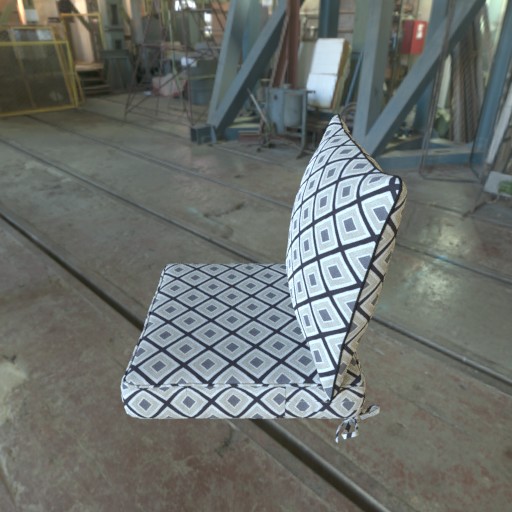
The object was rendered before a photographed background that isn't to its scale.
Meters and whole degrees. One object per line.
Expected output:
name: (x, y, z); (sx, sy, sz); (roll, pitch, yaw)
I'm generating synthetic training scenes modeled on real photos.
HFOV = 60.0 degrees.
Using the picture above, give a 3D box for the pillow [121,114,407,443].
pillow: (0.000, 0.000, 1.355); (0.733, 0.722, 0.798); (0, 28, 0)
